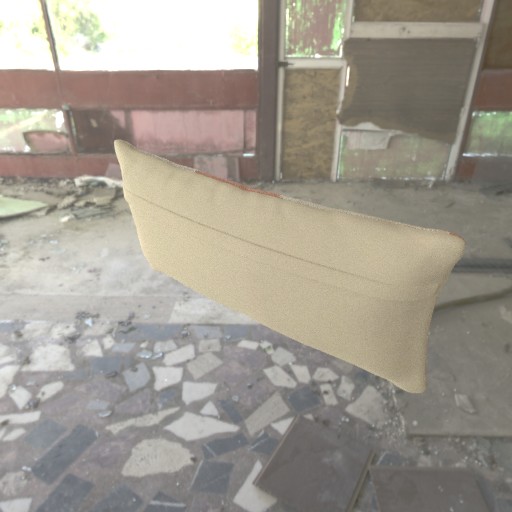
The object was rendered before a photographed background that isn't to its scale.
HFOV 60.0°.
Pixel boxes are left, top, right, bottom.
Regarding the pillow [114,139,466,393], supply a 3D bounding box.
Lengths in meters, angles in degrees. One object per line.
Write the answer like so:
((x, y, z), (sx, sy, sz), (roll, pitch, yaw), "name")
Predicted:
((0.000, 0.000, 0.721), (0.609, 0.292, 0.155), (21, 36, 32), "pillow")
